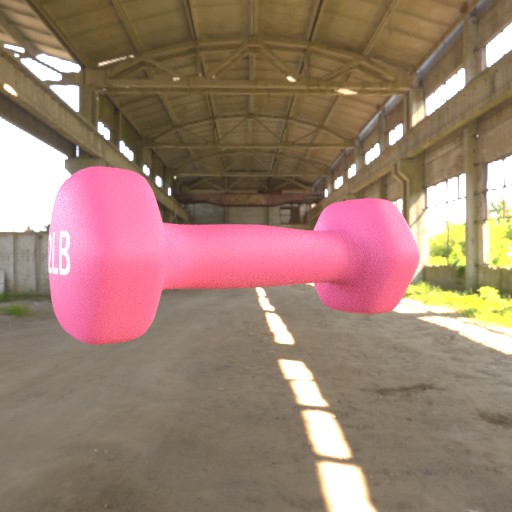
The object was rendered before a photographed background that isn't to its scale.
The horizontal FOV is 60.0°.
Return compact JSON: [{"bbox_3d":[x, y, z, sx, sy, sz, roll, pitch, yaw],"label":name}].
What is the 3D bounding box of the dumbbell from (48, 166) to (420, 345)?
[{"bbox_3d":[0.000,0.000,0.173,0.146,0.053,0.058,0,0,-35],"label":"dumbbell"}]
